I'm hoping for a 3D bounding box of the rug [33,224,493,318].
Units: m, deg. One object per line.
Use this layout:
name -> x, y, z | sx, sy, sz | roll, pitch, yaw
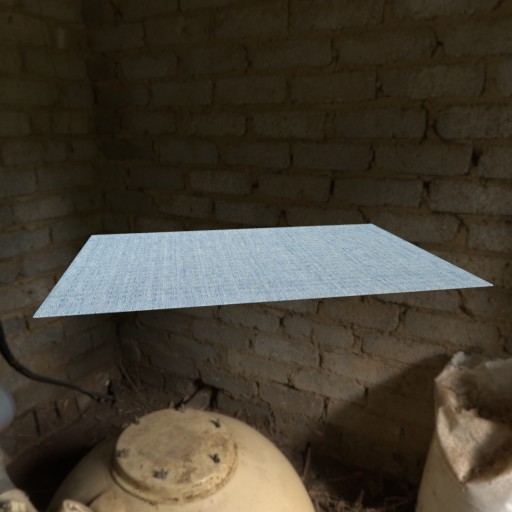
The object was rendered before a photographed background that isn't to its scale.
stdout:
rug -> 0.000, 0.000, 2.879 | 2.286, 0.006, 1.522 | -3, 17, -10
